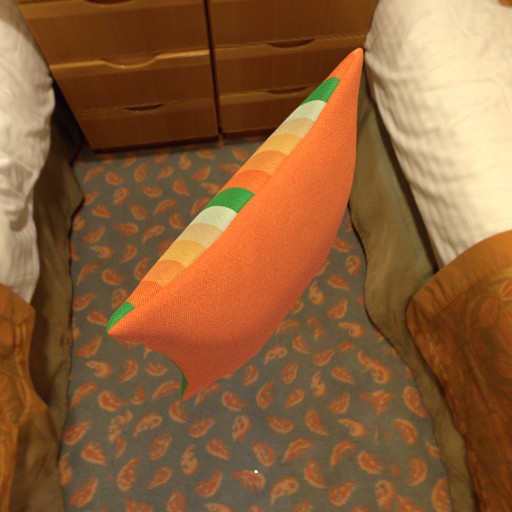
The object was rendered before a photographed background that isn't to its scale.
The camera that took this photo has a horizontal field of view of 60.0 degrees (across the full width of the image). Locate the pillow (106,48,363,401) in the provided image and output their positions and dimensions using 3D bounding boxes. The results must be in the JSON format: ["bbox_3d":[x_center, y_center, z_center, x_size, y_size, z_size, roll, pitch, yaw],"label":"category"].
[{"bbox_3d":[0.000,0.000,0.672,0.169,0.444,0.453,33,68,15],"label":"pillow"}]
